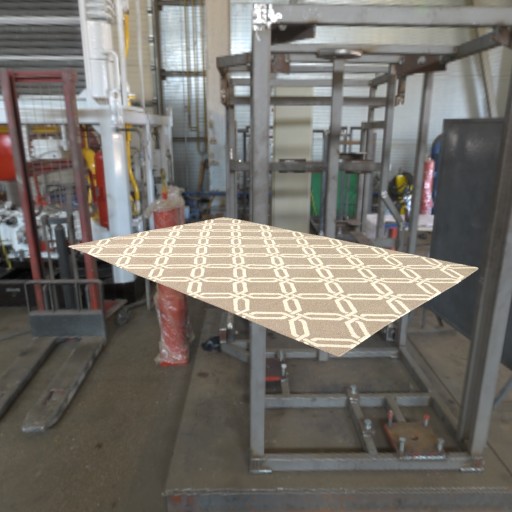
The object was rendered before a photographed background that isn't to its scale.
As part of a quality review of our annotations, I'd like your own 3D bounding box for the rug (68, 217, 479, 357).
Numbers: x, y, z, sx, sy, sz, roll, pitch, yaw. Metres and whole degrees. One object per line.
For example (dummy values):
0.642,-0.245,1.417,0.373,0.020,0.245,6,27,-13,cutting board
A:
0.000,0.000,2.209,1.748,0.010,1.142,15,22,42,rug
